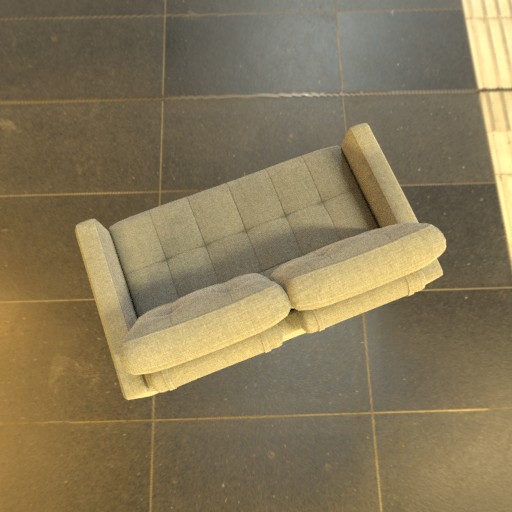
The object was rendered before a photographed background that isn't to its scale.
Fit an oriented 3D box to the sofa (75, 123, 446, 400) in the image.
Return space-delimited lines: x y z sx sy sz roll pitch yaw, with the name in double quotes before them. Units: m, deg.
"sofa" 0.000 0.000 2.000 1.407 0.907 0.842 -21 76 -5
